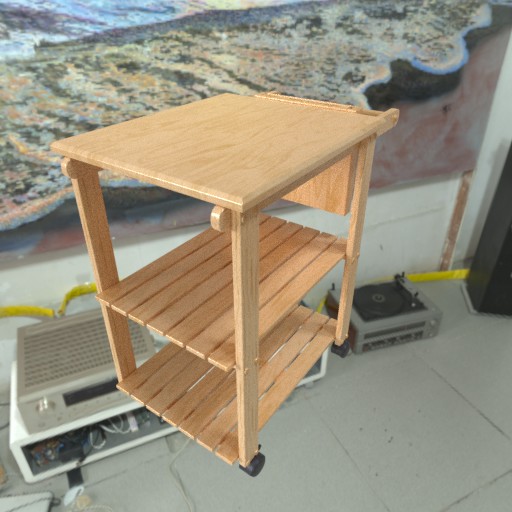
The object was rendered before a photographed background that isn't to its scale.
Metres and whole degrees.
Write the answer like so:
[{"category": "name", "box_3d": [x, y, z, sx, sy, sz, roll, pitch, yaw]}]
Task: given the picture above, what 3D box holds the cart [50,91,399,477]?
[{"category": "cart", "box_3d": [0.000, 0.000, 1.322, 0.520, 0.816, 0.843, 20, 37, 29]}]
